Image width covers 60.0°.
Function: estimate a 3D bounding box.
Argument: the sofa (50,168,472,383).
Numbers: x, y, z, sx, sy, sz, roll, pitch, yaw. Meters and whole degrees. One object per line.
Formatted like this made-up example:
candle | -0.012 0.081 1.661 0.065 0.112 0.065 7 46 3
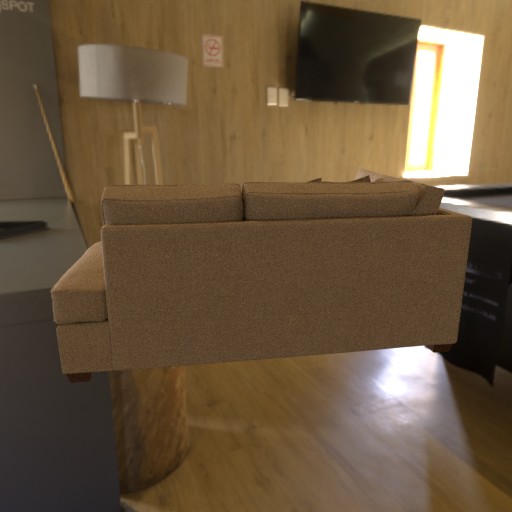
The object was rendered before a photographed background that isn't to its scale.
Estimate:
sofa | 0.000 0.000 2.834 2.238 1.019 1.110 -2 15 -9
